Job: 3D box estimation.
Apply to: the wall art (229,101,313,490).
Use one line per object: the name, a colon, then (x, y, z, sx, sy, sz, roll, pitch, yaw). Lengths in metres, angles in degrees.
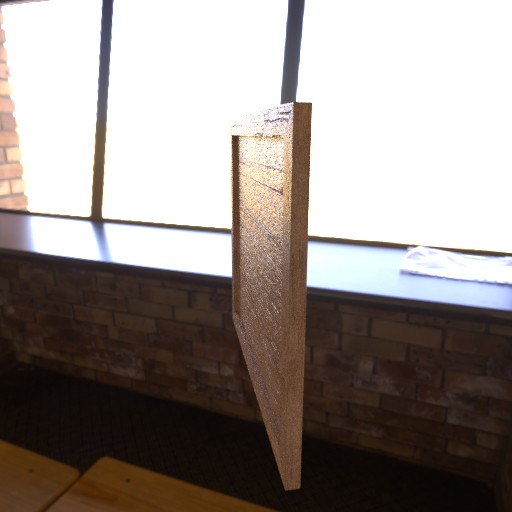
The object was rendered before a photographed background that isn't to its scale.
wall art: (0.000, 0.000, 0.958, 0.026, 0.588, 0.690, -3, 16, -10)
